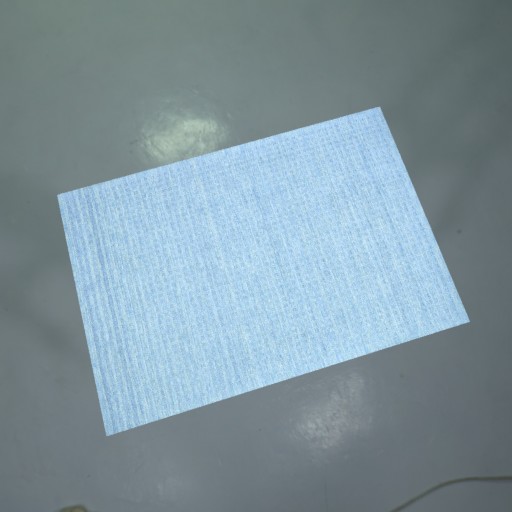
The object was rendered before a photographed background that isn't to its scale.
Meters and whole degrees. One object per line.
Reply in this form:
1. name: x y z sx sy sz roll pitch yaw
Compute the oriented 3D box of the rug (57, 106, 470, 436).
1. rug: 0.000 0.000 3.599 2.895 0.006 1.982 -16 76 -4
